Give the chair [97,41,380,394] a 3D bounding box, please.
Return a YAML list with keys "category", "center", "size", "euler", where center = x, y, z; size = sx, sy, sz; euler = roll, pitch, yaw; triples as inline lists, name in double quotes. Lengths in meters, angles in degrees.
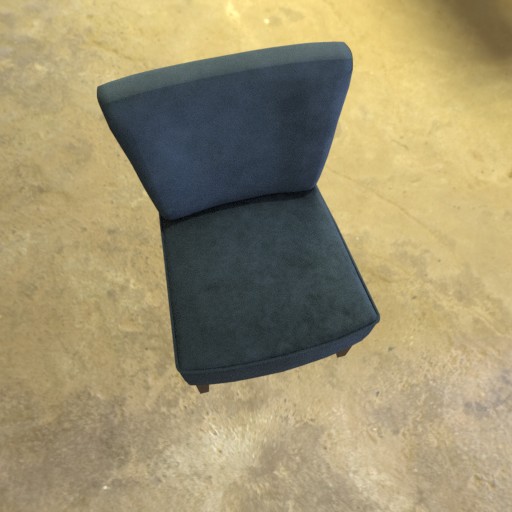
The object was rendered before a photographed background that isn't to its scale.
- category: "chair"
  center: [0.000, 0.000, 1.144]
  size: [0.521, 0.806, 0.551]
  euler: [-13, 65, -6]
